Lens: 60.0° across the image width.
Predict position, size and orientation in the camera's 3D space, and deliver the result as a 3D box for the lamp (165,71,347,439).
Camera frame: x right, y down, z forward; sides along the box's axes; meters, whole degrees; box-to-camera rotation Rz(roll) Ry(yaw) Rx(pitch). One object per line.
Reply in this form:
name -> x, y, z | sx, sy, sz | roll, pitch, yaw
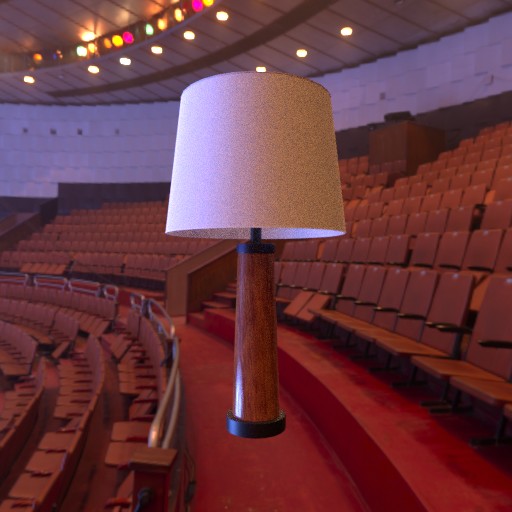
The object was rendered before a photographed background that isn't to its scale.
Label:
lamp -> 0.000, 0.000, 0.869 | 0.349, 0.667, 0.349 | 0, -1, 0
